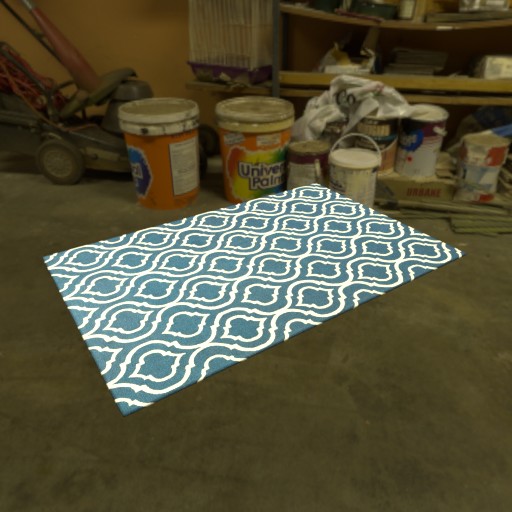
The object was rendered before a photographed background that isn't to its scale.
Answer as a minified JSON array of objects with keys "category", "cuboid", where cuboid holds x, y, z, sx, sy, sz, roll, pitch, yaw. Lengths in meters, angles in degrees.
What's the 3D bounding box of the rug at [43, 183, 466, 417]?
[{"category":"rug","cuboid":[0.000,0.000,2.182,1.753,0.010,1.143,-19,36,-29]}]
